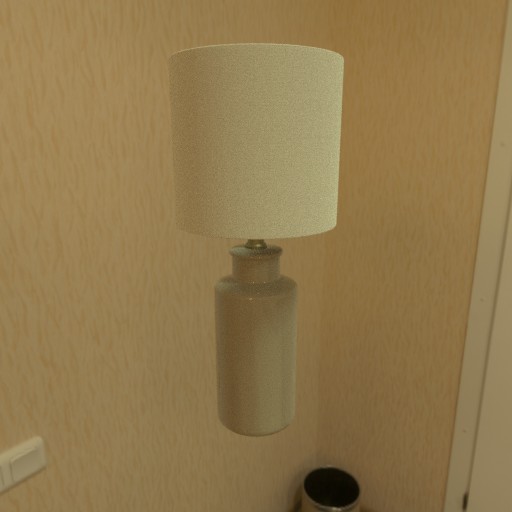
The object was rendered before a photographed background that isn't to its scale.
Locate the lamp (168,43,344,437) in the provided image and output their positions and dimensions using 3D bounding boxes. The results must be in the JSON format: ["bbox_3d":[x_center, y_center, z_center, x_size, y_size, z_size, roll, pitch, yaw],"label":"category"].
[{"bbox_3d":[0.000,0.000,0.606,0.212,0.493,0.212,3,15,9],"label":"lamp"}]
